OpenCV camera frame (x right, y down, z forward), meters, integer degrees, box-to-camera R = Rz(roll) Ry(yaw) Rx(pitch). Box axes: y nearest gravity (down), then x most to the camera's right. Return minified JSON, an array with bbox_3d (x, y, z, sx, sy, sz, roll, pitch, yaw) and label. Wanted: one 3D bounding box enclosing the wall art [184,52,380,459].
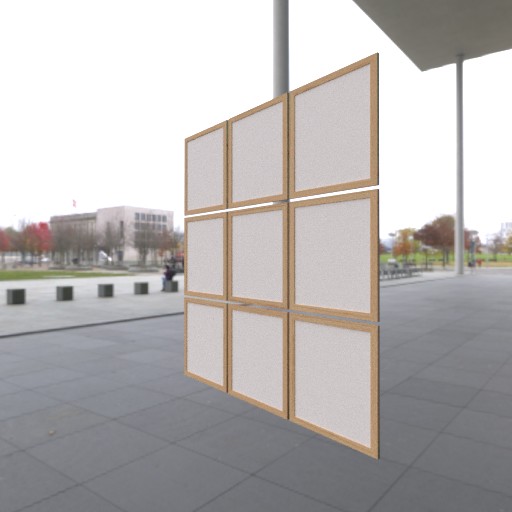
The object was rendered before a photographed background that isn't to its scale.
[{"bbox_3d":[0.000,0.000,2.263,0.013,1.523,1.517,0,0,-37],"label":"wall art"}]
